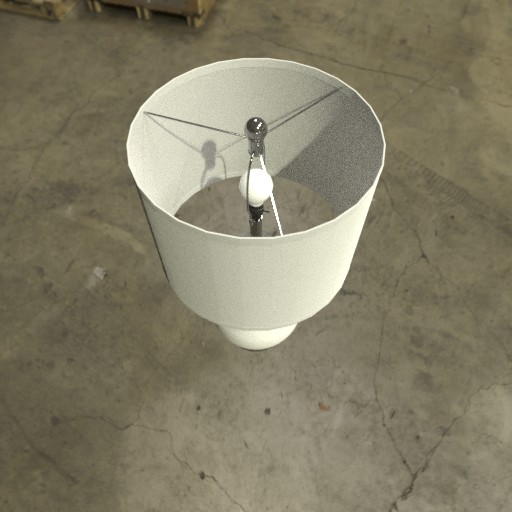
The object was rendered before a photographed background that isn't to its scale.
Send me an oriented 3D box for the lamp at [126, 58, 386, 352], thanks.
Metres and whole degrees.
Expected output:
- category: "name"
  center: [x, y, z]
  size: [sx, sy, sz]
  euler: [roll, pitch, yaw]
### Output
- category: "lamp"
  center: [0.000, 0.000, 0.875]
  size: [0.357, 0.673, 0.357]
  euler: [16, 59, 10]
